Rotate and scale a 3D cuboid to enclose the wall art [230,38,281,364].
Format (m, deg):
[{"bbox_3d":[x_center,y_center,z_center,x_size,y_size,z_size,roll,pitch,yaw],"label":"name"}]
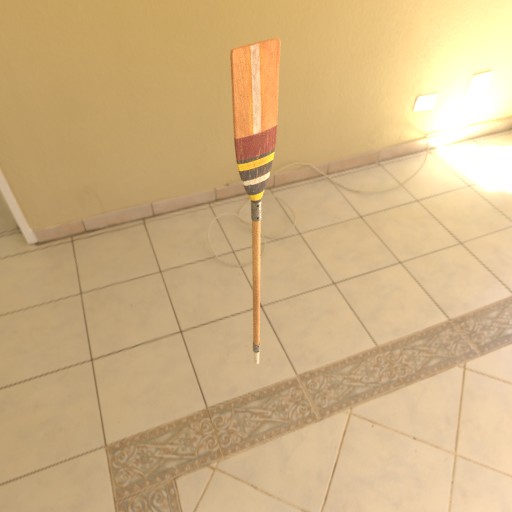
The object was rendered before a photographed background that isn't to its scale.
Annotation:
[{"bbox_3d":[0.000,0.000,1.686,0.146,1.556,0.038,-24,51,-21],"label":"wall art"}]
